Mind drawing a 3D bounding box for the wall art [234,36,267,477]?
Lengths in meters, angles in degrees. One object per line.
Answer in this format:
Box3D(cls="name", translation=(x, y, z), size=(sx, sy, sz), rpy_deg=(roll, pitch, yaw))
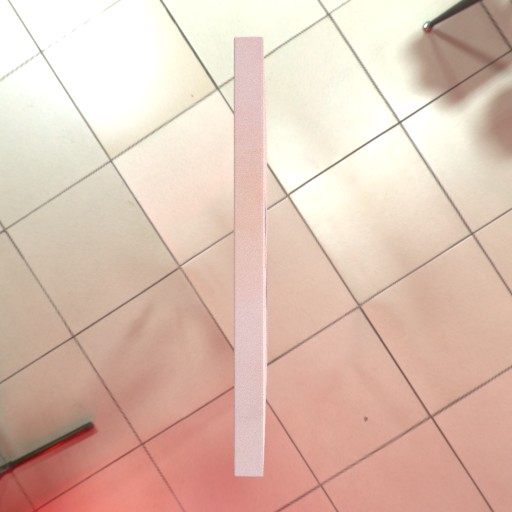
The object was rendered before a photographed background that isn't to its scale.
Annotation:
Box3D(cls="wall art", translation=(0.000, 0.000, 1.596), size=(0.071, 1.061, 1.061), rpy_deg=(0, 90, 2))
